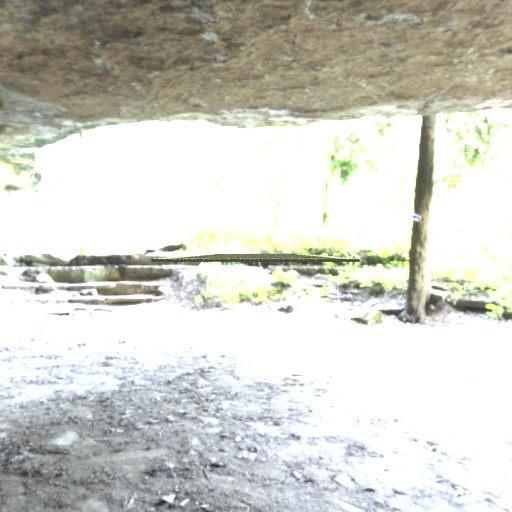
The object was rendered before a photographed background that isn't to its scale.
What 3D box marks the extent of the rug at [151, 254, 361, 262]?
[{"bbox_3d":[0.000,0.000,2.079,0.562,0.009,1.824,0,1,0],"label":"rug"}]
